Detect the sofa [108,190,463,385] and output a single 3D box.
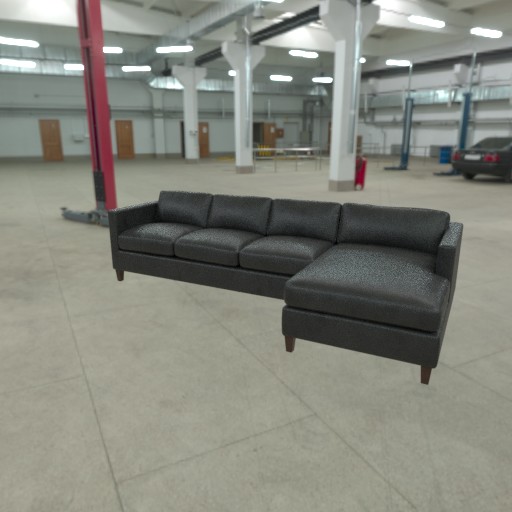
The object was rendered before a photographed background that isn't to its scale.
[{"bbox_3d":[0.000,0.000,3.911,3.203,0.883,1.581,8,17,26],"label":"sofa"}]
